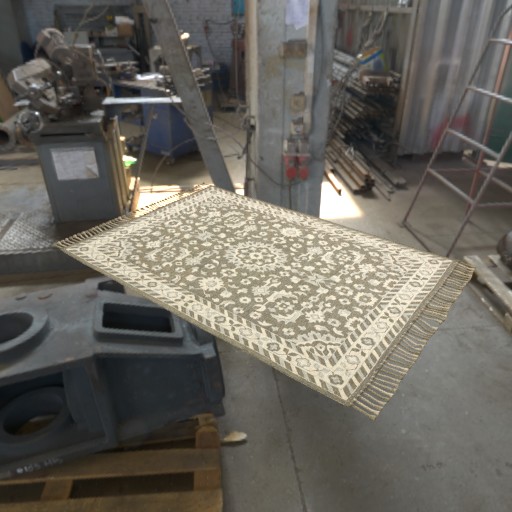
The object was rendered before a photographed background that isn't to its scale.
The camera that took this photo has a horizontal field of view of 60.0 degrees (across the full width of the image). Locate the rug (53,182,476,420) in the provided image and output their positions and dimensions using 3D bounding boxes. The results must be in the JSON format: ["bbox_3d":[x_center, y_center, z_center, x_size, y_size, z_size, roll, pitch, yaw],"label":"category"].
[{"bbox_3d":[0.000,0.000,2.960,2.431,0.025,1.530,21,36,32],"label":"rug"}]
